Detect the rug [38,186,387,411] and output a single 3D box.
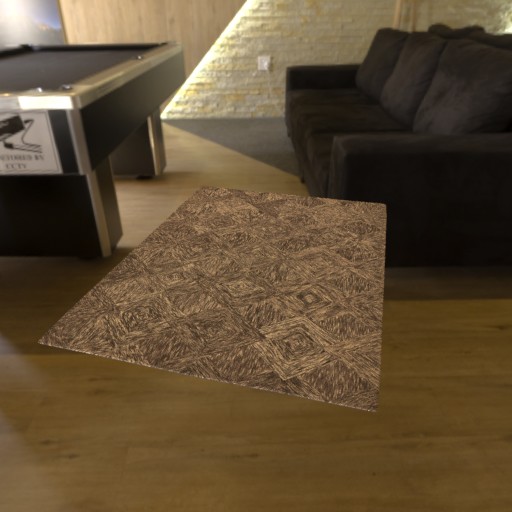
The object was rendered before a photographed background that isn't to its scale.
[{"bbox_3d":[0.000,0.000,5.335,2.997,0.020,4.093,8,31,13],"label":"rug"}]
